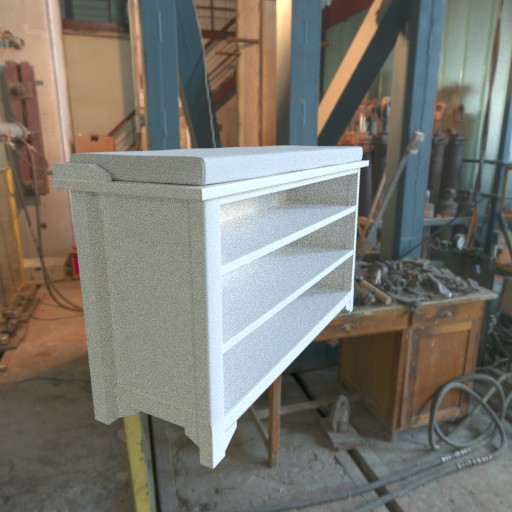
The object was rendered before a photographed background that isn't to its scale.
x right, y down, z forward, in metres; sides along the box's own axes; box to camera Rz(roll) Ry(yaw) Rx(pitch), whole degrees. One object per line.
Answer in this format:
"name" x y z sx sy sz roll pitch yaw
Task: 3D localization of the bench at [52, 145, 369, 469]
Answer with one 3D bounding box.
"bench" 0.000 0.000 1.247 0.346 0.589 0.987 8 17 27
